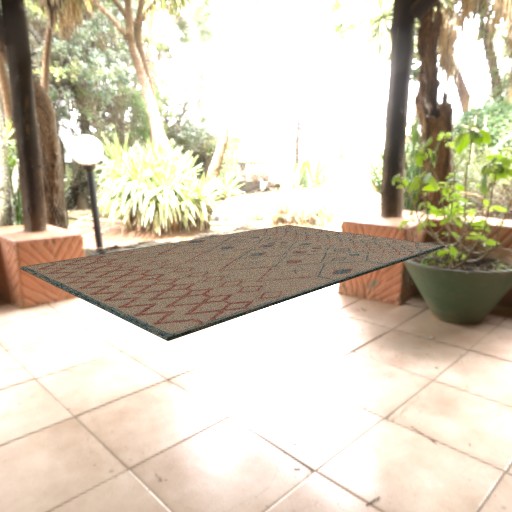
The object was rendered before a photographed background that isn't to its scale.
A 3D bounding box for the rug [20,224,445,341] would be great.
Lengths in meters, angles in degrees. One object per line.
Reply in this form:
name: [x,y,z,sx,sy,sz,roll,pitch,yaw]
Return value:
rug: [0.000,0.000,2.946,1.524,0.015,2.438,12,17,43]
